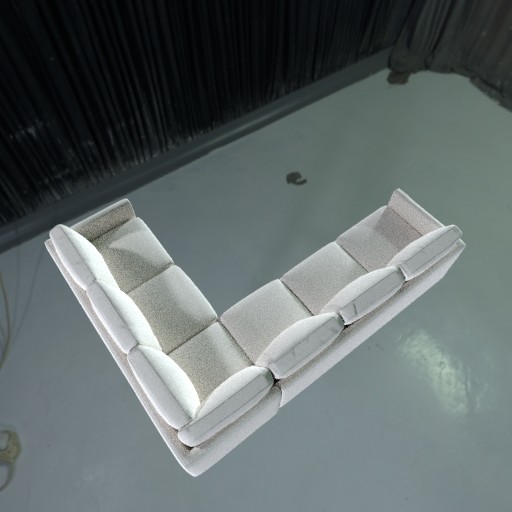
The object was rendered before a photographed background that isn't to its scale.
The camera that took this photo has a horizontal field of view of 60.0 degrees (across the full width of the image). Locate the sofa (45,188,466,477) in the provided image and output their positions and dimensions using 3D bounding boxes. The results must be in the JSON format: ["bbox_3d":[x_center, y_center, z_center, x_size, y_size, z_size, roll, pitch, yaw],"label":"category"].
[{"bbox_3d":[0.000,0.000,4.514,3.302,0.947,2.593,-33,64,-19],"label":"sofa"}]
